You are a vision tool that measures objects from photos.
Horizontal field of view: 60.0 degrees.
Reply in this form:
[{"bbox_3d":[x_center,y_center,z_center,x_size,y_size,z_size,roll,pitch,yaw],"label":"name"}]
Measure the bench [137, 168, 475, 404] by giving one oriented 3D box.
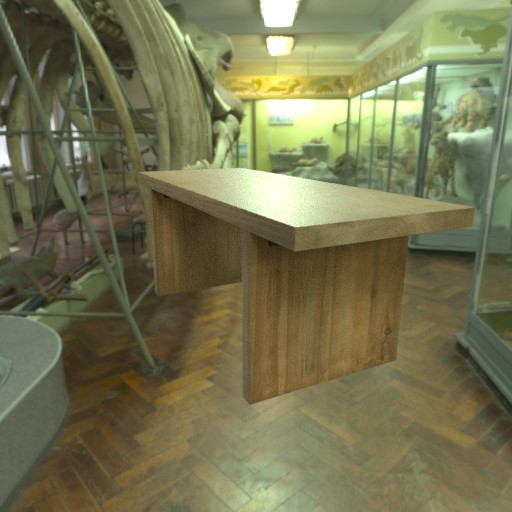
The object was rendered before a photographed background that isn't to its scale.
[{"bbox_3d":[0.000,0.000,1.427,0.458,0.458,1.183,-8,18,-26],"label":"bench"}]
